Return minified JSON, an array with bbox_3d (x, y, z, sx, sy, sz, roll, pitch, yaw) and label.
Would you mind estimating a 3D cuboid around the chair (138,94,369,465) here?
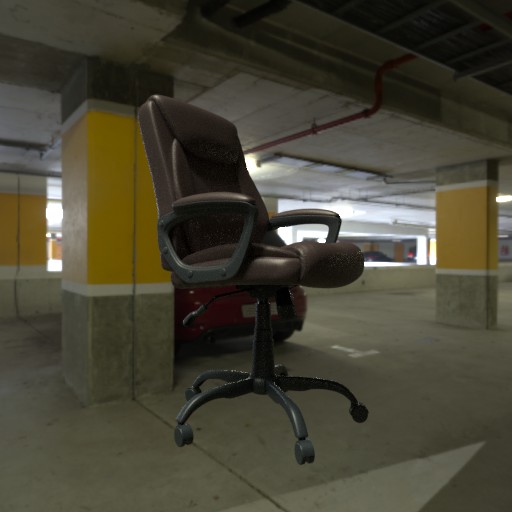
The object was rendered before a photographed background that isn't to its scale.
[{"bbox_3d":[0.000,0.000,1.457,0.655,1.072,0.615,0,0,36],"label":"chair"}]
